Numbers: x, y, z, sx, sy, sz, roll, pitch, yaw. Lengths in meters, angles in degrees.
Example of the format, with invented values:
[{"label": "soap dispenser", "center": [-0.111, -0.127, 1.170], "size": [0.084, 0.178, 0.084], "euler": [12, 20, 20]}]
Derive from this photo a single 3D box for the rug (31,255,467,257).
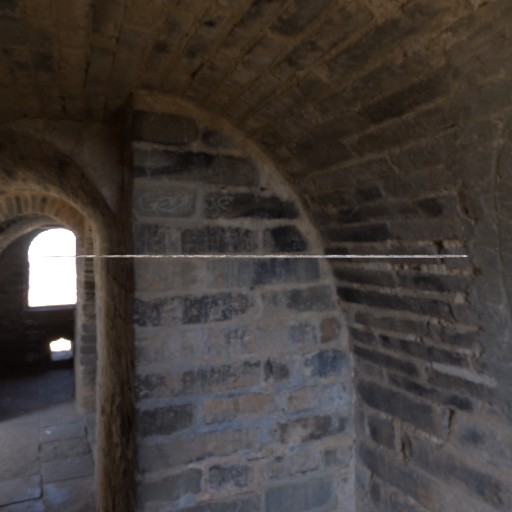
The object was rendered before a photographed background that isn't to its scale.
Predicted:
[{"label": "rug", "center": [0.000, 0.000, 2.539], "size": [2.029, 0.010, 1.237], "euler": [0, 0, 17]}]
